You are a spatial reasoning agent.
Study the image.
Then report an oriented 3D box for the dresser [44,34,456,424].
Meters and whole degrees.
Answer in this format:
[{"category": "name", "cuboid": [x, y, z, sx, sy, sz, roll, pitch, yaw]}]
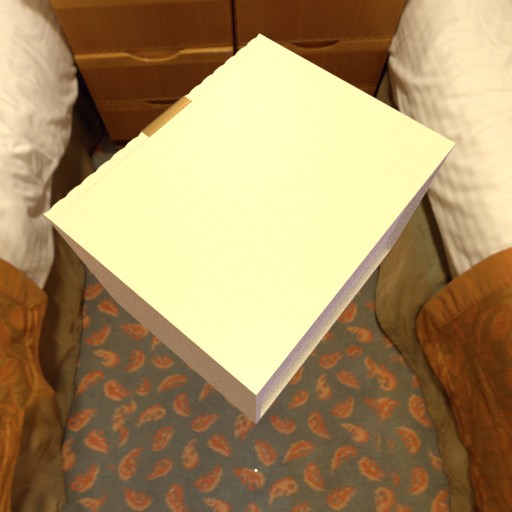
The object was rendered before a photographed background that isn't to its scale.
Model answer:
[{"category": "dresser", "cuboid": [0.000, 0.000, 0.936, 0.414, 0.568, 0.503, 36, 70, 16]}]
